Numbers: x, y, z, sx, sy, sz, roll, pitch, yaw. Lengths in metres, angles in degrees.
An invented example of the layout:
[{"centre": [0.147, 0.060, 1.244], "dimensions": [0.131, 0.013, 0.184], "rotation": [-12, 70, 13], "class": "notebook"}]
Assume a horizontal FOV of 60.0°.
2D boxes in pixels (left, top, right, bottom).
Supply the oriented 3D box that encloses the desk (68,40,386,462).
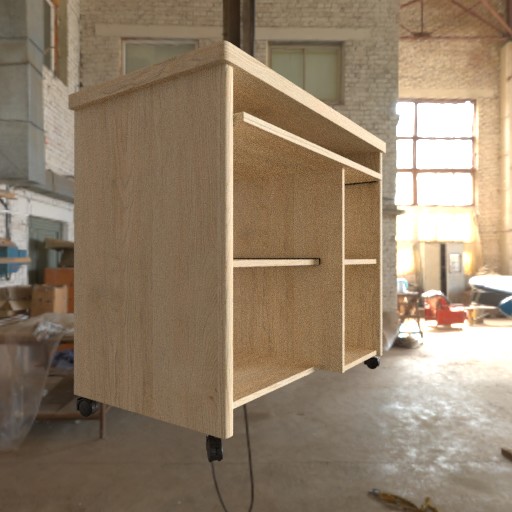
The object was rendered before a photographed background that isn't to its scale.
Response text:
[{"centre": [0.000, 0.000, 1.286], "dimensions": [0.480, 0.770, 0.885], "rotation": [0, 0, 35], "class": "desk"}]
